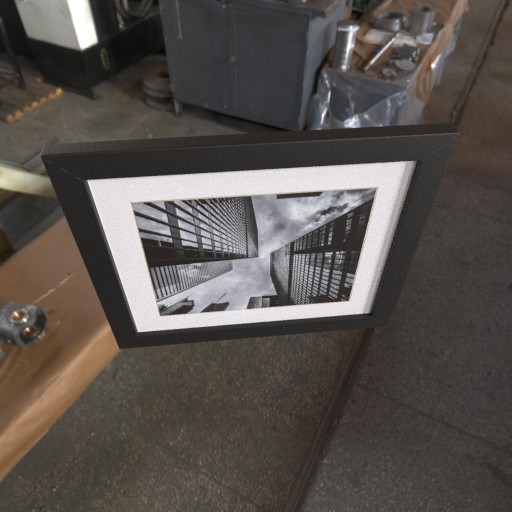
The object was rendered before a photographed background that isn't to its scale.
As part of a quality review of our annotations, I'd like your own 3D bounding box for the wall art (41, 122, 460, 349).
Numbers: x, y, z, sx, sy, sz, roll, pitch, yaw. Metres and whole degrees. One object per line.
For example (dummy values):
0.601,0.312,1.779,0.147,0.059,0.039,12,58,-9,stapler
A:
0.000,0.000,0.757,0.558,0.457,0.031,-4,46,-4,wall art
